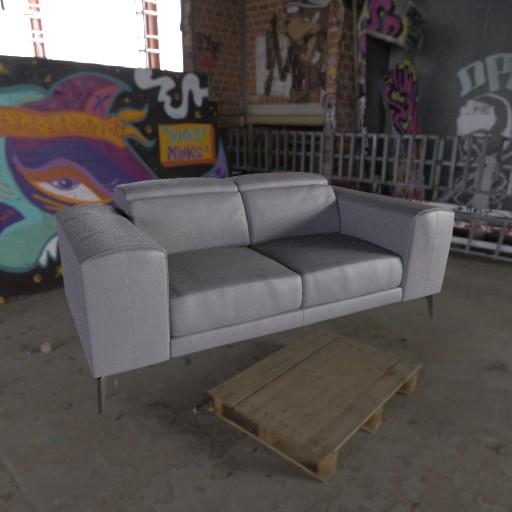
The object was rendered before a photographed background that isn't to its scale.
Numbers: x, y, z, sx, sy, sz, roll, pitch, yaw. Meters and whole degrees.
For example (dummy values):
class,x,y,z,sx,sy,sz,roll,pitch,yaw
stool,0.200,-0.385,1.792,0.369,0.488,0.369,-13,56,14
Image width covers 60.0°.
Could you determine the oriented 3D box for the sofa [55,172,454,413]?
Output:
class,x,y,z,sx,sy,sz,roll,pitch,yaw
sofa,0.000,0.000,2.390,1.895,0.779,1.003,-9,19,-27
